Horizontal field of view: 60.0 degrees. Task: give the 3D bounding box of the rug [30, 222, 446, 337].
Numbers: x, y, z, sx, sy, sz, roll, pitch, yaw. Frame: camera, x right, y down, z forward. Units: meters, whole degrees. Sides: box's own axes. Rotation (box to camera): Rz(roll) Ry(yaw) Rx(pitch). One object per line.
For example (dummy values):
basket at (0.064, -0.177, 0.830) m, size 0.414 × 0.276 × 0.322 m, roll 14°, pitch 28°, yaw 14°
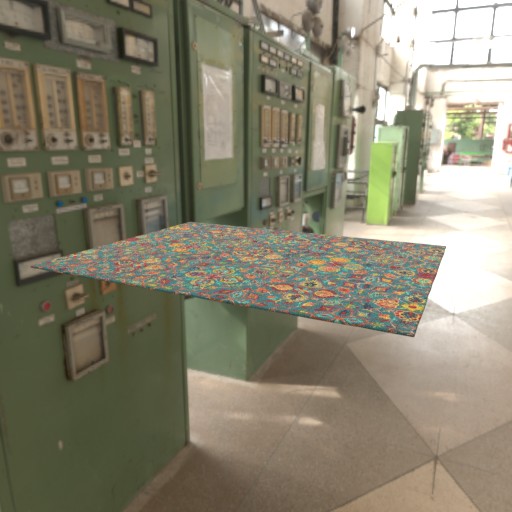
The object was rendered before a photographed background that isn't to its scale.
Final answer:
rug at (0.000, 0.000, 4.231) m, size 3.204 × 0.025 × 2.434 m, roll 7°, pitch 16°, yaw 26°
